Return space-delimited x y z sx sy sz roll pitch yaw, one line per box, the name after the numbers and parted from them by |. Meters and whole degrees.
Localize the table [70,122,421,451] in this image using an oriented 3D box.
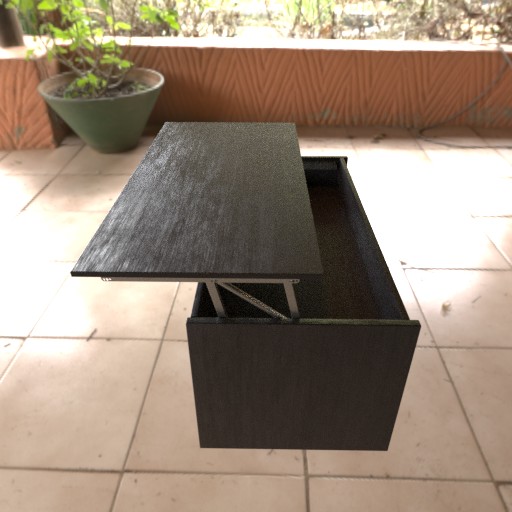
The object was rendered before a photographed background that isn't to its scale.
0.000 0.000 1.436 0.712 0.570 1.000 1 33 1 | table
